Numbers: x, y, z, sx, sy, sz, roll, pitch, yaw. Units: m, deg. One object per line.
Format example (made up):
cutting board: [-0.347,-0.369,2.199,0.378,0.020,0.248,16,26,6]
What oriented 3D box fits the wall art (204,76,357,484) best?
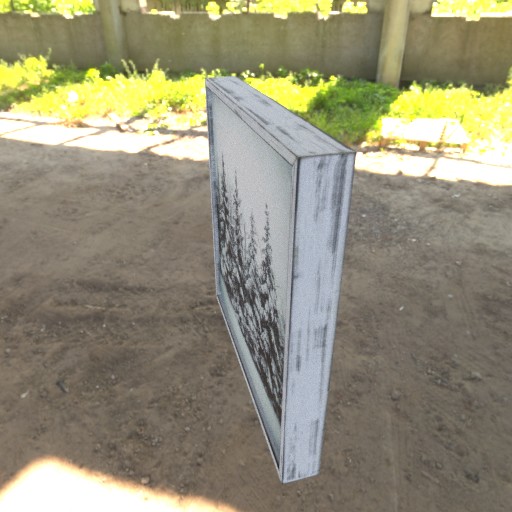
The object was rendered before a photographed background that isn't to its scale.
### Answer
wall art: [0.000,0.000,0.455,0.036,0.303,0.303,-8,31,-13]
